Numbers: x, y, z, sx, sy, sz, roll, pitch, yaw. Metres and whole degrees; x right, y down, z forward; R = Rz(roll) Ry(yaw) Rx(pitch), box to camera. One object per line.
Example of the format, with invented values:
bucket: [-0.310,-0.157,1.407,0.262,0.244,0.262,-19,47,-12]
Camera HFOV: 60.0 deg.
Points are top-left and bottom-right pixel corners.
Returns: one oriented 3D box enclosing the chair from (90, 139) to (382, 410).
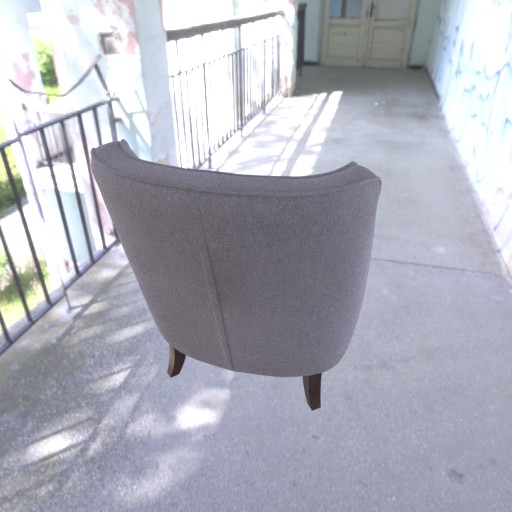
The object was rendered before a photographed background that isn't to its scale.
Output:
chair: [0.000,0.000,1.569,0.781,0.919,0.910,9,33,14]
